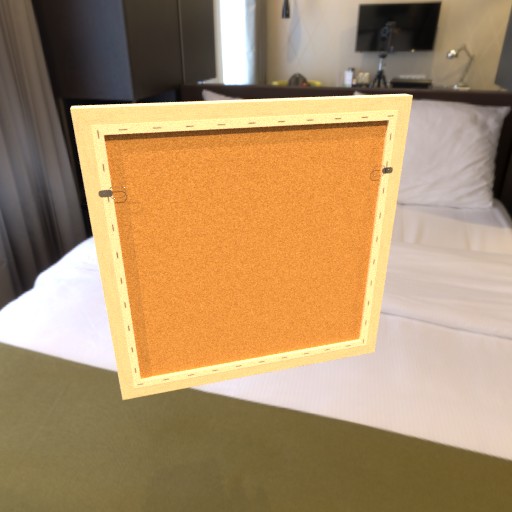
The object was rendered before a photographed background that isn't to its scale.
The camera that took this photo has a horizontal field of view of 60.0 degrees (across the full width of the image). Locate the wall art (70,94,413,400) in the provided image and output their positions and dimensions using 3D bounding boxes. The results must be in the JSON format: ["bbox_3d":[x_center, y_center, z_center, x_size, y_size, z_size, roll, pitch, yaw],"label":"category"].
[{"bbox_3d":[0.000,0.000,1.522,1.016,1.016,0.045,-7,27,-14],"label":"wall art"}]
